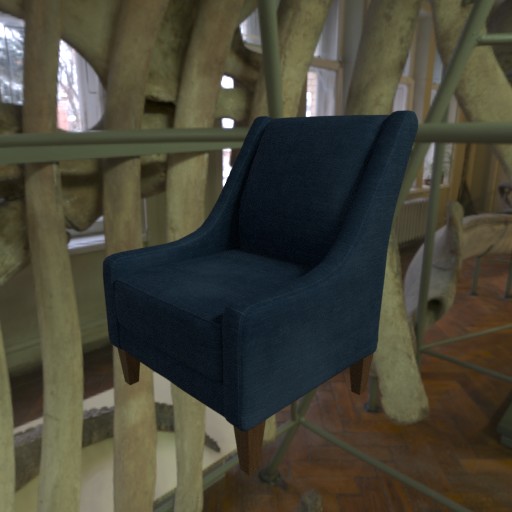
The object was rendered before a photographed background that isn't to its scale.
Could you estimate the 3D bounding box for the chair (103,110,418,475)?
[{"bbox_3d":[0.000,0.000,1.619,0.870,1.014,0.774,-15,21,-43],"label":"chair"}]
